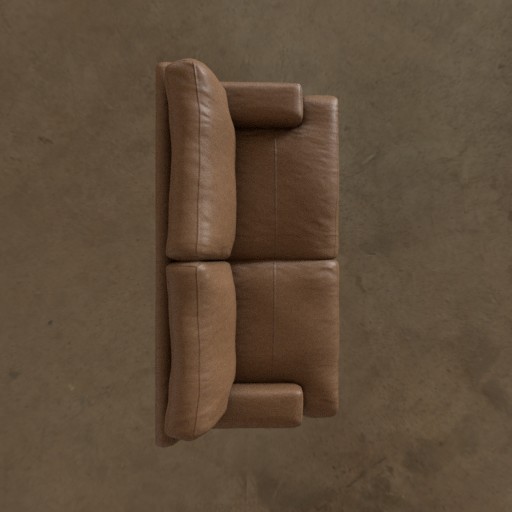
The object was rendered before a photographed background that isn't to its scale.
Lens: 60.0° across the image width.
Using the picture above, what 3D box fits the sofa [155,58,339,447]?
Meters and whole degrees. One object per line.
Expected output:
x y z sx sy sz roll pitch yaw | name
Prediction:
0.000 0.000 2.408 0.962 0.980 1.855 0 90 -1 | sofa
